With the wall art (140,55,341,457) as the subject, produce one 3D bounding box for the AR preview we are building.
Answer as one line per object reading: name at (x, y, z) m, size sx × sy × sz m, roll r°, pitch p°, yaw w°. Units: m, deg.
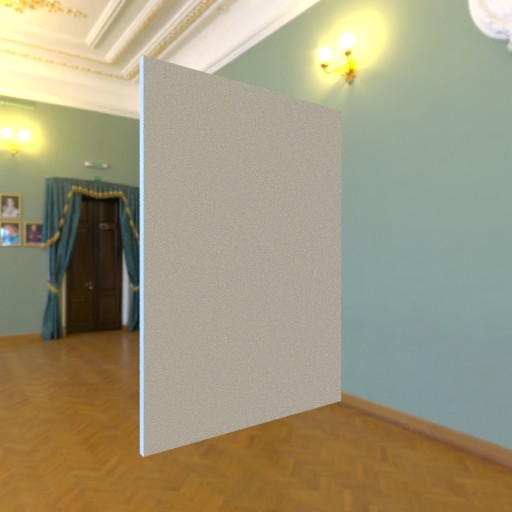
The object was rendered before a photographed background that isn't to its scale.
wall art at (0.000, 0.000, 0.706) m, size 0.381 × 0.533 × 0.013 m, roll 0°, pitch 0°, yaw -37°
